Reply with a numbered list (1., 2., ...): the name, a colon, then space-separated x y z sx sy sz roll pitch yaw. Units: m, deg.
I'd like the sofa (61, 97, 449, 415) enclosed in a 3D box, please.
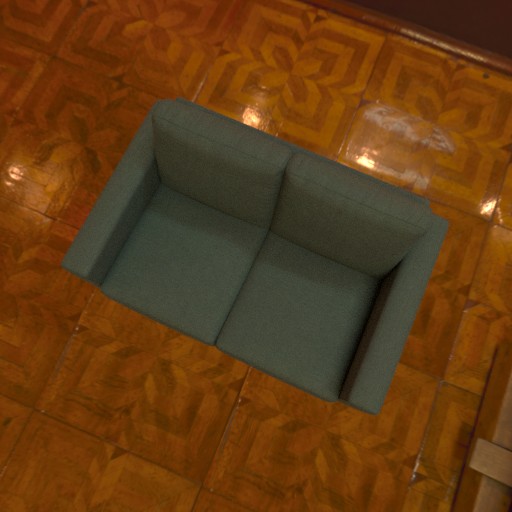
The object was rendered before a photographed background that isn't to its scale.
1. sofa: 0.000 0.000 2.125 1.489 0.903 0.955 24 77 6
